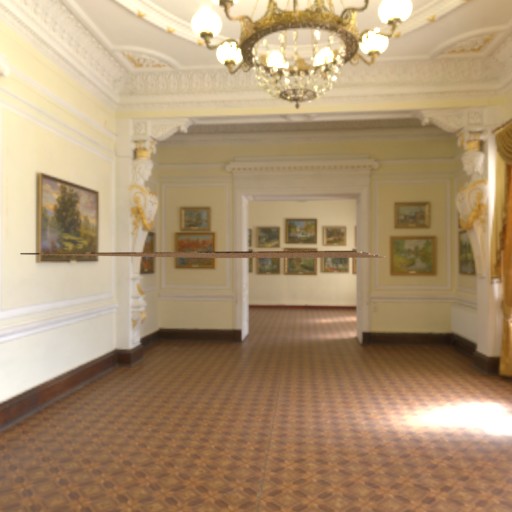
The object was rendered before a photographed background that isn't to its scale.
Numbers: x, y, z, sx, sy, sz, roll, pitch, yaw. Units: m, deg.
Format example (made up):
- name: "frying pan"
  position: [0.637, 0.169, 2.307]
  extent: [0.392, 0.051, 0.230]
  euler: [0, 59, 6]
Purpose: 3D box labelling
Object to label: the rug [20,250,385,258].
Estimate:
- name: "rug"
  position: [0.000, 0.000, 2.881]
  extent: [1.521, 0.006, 2.284]
  euler: [0, -1, 19]
